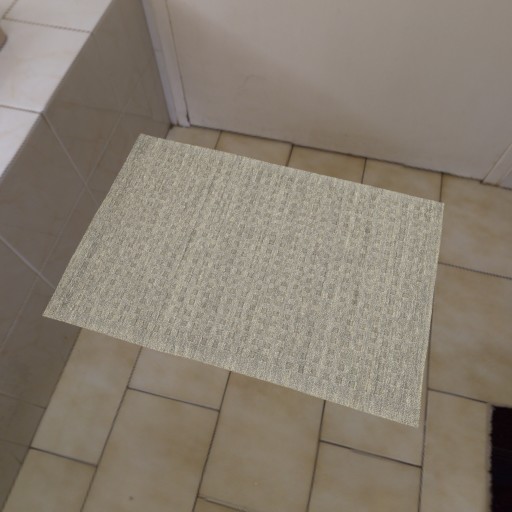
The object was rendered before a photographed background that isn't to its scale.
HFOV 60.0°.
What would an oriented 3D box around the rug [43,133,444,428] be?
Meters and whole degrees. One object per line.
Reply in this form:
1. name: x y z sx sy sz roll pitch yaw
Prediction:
1. rug: 0.000 0.000 2.905 2.297 0.018 1.532 15 64 7
